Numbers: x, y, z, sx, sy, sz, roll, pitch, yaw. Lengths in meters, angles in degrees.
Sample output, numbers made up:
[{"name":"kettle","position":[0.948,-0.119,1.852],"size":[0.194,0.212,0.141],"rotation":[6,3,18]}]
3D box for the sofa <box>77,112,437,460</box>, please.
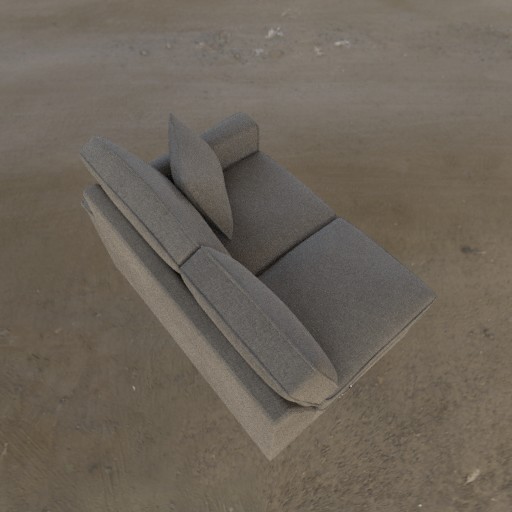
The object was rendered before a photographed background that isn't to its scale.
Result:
[{"name":"sofa","position":[0.000,0.000,2.064],"size":[0.991,0.989,1.388],"rotation":[-35,64,-20]}]
